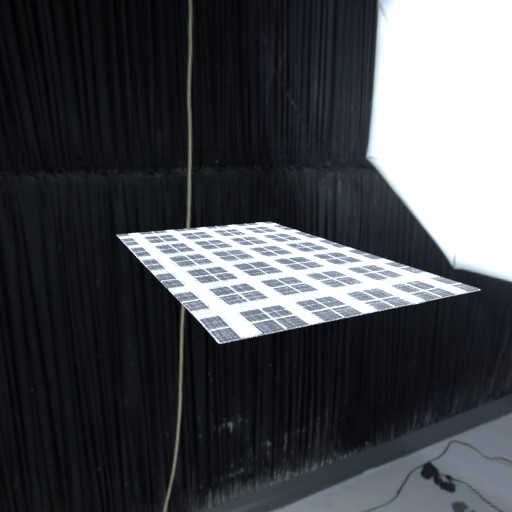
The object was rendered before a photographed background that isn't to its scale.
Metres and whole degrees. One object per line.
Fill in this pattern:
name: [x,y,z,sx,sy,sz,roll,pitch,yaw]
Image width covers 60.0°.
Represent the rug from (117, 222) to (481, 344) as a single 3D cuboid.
rug: [0.000,0.000,3.125,1.520,0.015,2.434,-7,16,-25]
